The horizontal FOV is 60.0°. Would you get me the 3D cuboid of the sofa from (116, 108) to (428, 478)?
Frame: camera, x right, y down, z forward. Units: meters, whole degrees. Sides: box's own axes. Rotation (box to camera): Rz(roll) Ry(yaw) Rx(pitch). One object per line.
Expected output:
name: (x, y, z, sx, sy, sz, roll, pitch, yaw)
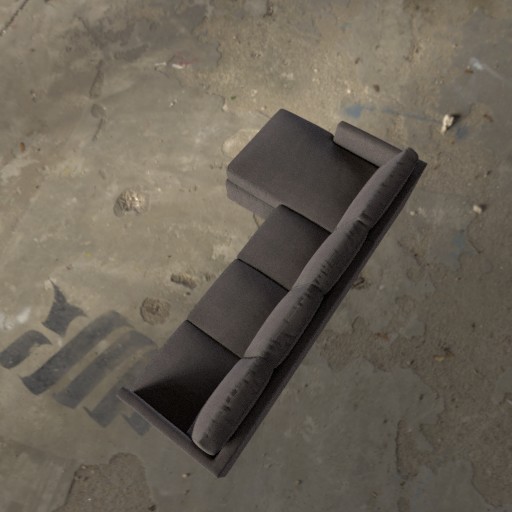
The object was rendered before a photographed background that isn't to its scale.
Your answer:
sofa: (0.000, 0.000, 3.946, 1.650, 0.922, 3.205, 33, 68, 15)
